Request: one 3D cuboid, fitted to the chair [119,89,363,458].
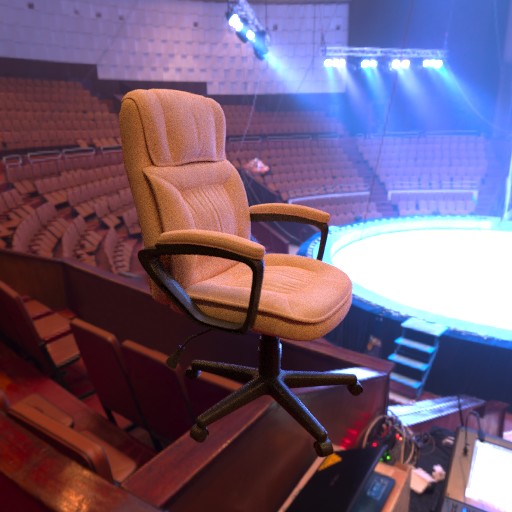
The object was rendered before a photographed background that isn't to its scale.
[{"bbox_3d":[0.000,0.000,1.537,0.724,1.105,0.667,8,17,26],"label":"chair"}]
